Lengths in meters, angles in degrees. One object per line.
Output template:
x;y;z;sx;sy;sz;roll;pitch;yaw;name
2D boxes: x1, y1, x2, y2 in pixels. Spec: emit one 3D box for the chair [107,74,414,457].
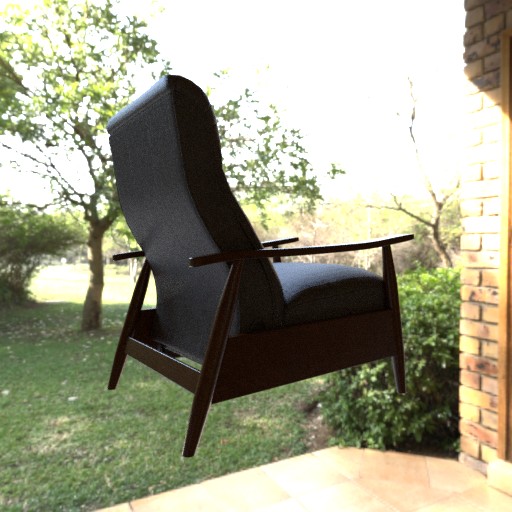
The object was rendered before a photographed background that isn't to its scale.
0.000;0.000;1.777;1.014;1.081;0.762;-1;1;-35;chair
